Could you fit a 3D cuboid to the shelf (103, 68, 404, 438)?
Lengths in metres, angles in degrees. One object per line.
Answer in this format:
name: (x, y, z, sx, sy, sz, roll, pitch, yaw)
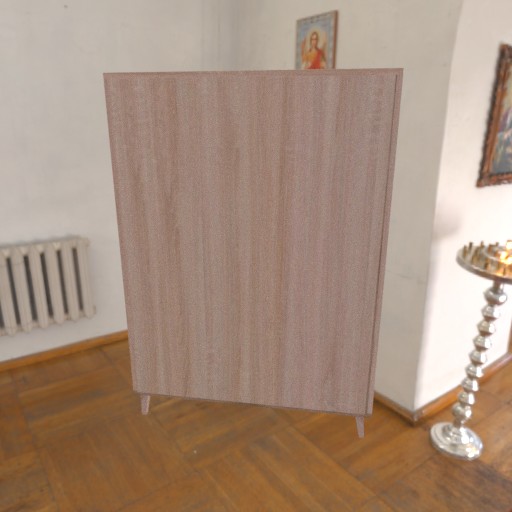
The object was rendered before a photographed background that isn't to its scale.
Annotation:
shelf: (0.000, 0.000, 1.858, 0.995, 1.405, 0.434, 3, 18, 9)
